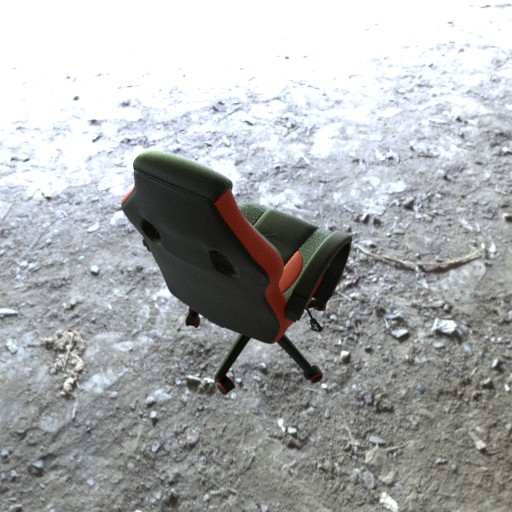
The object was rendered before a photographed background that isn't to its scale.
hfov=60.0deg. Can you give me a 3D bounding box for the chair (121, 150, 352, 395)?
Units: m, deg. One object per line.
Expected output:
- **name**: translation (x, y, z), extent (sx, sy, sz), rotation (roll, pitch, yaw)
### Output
- **chair**: translation (0.000, 0.000, 1.423), extent (0.600, 1.016, 0.642), rotation (24, 51, 21)
